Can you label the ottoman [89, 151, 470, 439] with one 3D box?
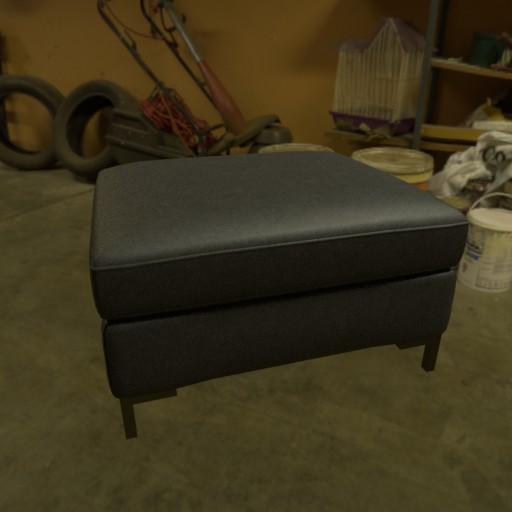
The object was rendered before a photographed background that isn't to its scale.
[{"bbox_3d":[0.000,0.000,1.794,1.187,0.696,0.967,-7,26,-15],"label":"ottoman"}]
